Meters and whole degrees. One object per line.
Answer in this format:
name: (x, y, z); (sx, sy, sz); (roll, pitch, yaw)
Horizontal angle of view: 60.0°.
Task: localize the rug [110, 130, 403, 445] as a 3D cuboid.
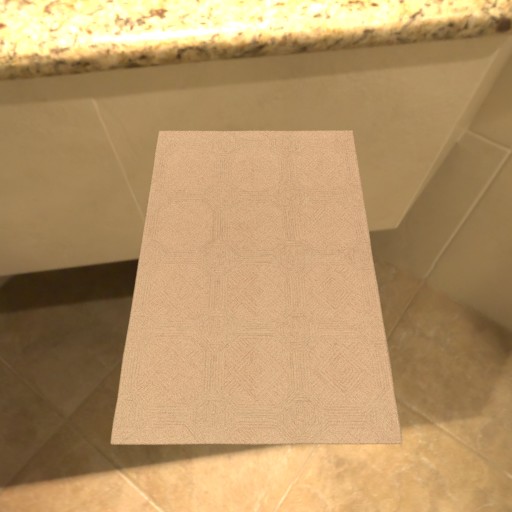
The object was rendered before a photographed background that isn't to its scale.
rug: (0.000, 0.000, 2.328); (1.236, 0.009, 1.839); (0, 59, 0)
